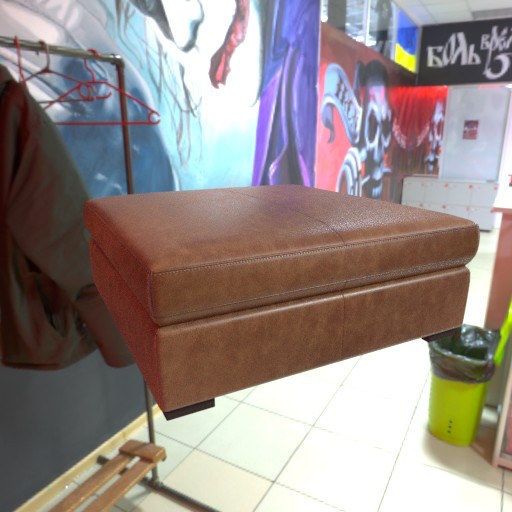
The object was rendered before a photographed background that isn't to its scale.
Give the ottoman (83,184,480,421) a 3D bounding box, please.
[{"bbox_3d":[0.000,0.000,1.811,1.169,0.483,1.168,-8,18,-26],"label":"ottoman"}]
